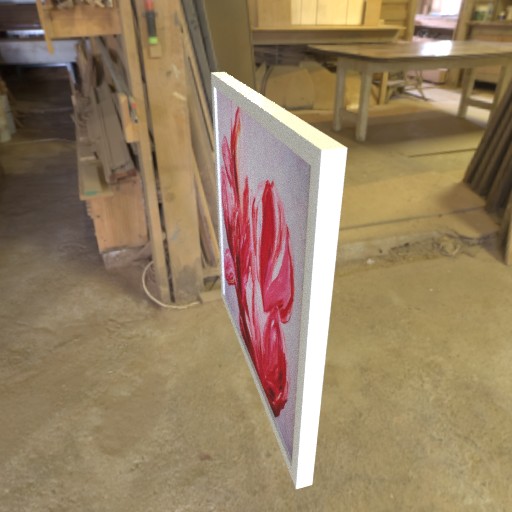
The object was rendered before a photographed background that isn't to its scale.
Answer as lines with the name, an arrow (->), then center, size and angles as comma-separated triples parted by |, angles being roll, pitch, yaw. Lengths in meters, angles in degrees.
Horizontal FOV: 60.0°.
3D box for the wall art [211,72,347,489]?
wall art -> 0.000, 0.000, 0.661 | 0.023, 0.453, 0.455 | -8, 31, -14
